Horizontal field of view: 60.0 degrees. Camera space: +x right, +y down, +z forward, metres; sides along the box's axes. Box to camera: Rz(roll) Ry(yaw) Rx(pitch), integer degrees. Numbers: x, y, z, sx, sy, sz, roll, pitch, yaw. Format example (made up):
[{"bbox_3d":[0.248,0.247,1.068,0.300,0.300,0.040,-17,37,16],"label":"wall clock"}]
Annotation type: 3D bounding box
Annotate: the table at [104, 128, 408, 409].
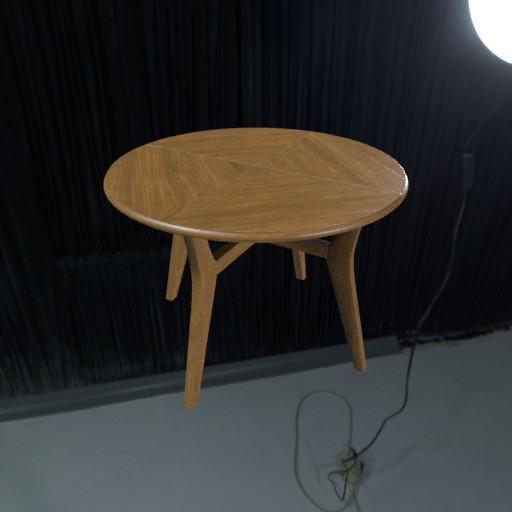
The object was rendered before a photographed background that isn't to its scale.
[{"bbox_3d":[0.000,0.000,1.785,1.055,0.757,1.055,0,31,0],"label":"table"}]
